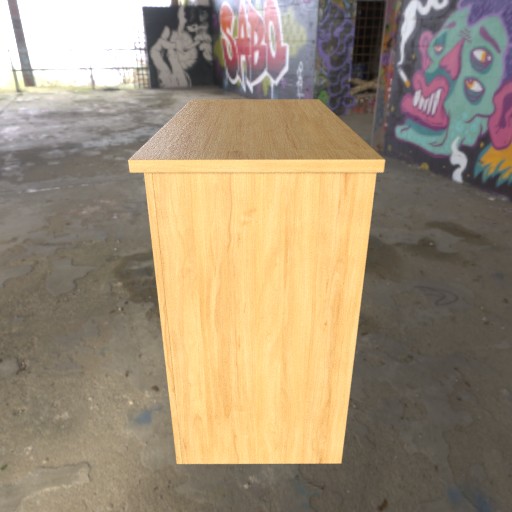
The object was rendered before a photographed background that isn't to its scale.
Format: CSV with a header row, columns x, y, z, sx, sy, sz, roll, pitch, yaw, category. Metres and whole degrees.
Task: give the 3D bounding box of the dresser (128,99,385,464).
x,y,z,sx,sy,sz,roll,pitch,yaw,category
0.000,0.000,1.224,0.410,0.730,0.800,0,26,0,dresser
